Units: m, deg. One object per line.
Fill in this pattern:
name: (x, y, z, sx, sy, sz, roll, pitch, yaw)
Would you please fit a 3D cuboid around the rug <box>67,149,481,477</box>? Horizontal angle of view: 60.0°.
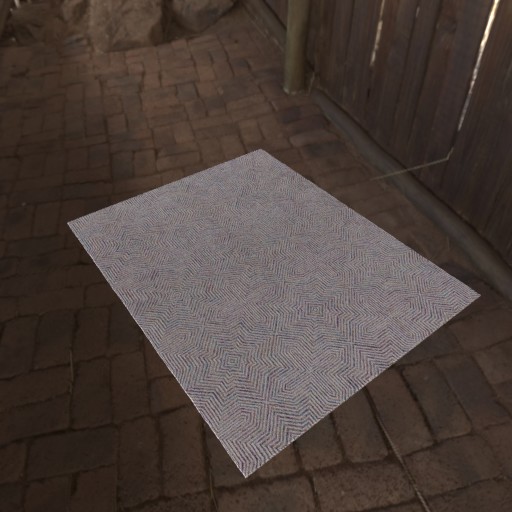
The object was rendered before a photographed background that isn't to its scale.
rug: (0.000, 0.000, 4.081, 2.442, 0.008, 3.046, -27, 49, -26)
